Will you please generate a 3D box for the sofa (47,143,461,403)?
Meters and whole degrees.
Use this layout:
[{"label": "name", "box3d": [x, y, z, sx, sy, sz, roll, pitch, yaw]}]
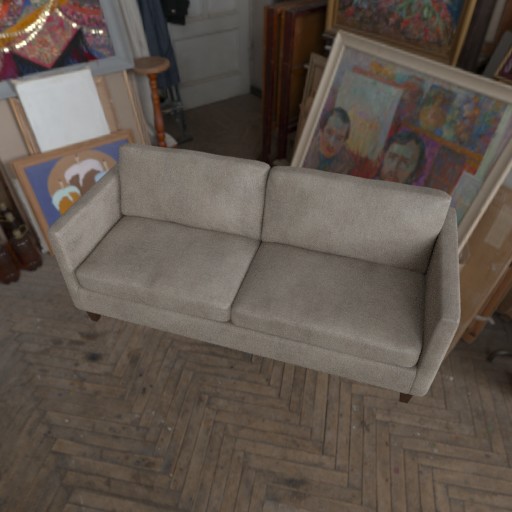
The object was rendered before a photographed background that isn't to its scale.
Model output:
[{"label": "sofa", "box3d": [0.000, 0.000, 2.708, 2.208, 0.965, 0.951, 12, 43, 13]}]
